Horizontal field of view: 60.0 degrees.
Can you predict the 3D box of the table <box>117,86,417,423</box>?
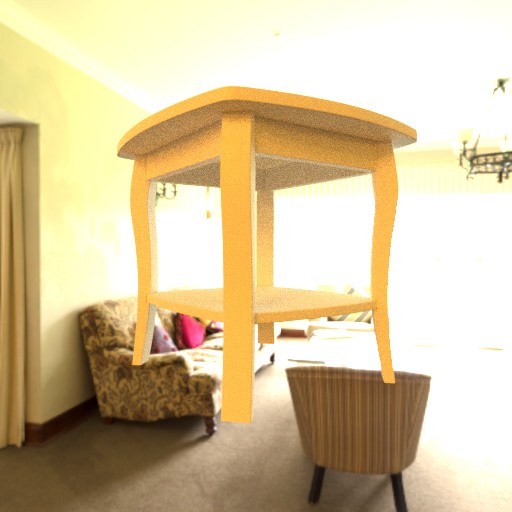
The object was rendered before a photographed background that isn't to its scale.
[{"bbox_3d":[0.000,0.000,0.842,0.451,0.438,0.502,-1,1,-35],"label":"table"}]
